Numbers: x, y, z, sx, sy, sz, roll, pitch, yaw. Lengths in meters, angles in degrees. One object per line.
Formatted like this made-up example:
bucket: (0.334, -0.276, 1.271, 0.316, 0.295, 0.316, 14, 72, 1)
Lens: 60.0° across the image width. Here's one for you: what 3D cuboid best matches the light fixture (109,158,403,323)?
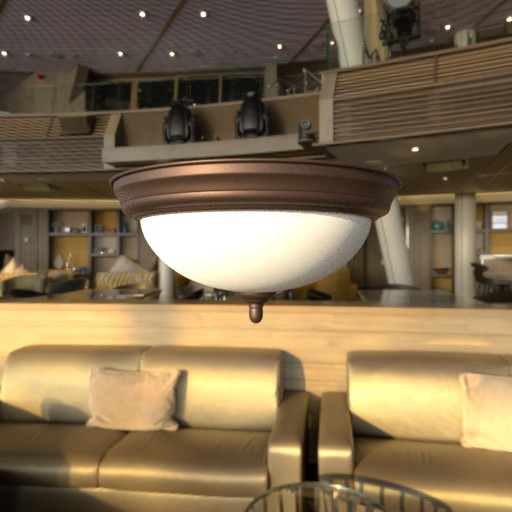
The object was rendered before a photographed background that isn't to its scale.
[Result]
light fixture: (0.000, 0.000, 0.444, 0.280, 0.135, 0.280, 0, 0, 0)
